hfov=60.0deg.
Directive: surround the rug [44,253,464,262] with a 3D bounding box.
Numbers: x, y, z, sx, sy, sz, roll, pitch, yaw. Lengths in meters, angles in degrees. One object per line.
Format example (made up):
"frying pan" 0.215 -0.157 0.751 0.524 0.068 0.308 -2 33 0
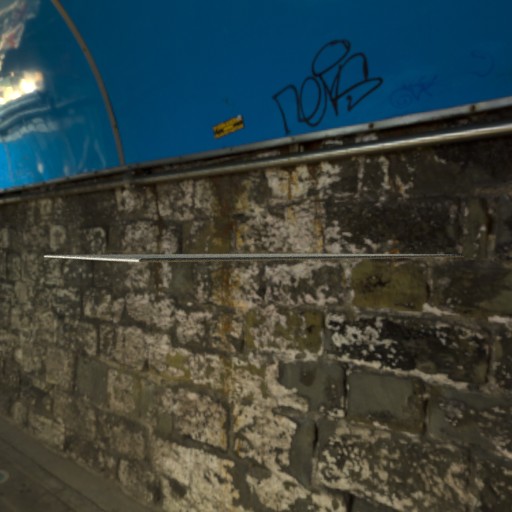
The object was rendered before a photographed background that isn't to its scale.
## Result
"rug" 0.000 0.000 2.858 2.206 0.014 1.578 -1 1 -37
